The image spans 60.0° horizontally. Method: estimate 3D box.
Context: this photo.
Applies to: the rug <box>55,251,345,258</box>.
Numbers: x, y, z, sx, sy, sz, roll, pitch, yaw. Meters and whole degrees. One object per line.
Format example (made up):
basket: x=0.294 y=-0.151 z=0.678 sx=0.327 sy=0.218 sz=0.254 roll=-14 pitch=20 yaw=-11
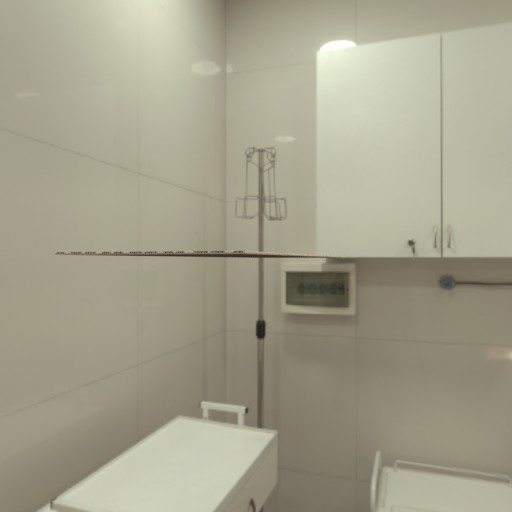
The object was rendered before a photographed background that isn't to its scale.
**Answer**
rug: x=0.000 y=0.000 z=2.664 sx=0.750 sy=0.009 sz=2.435 roll=0 pitch=-1 yaw=19
